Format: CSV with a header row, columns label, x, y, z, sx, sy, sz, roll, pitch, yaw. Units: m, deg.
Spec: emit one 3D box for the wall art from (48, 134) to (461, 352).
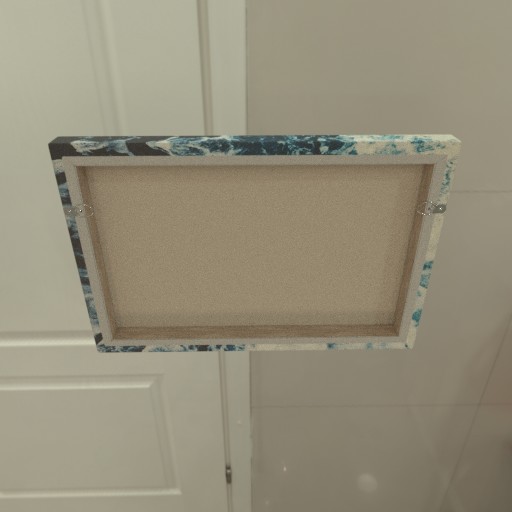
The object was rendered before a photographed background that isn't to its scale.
label,x,y,z,sx,sy,sz,roll,pitch,yaw
wall art,0.000,0.000,0.767,0.609,0.407,0.043,-1,30,-1
